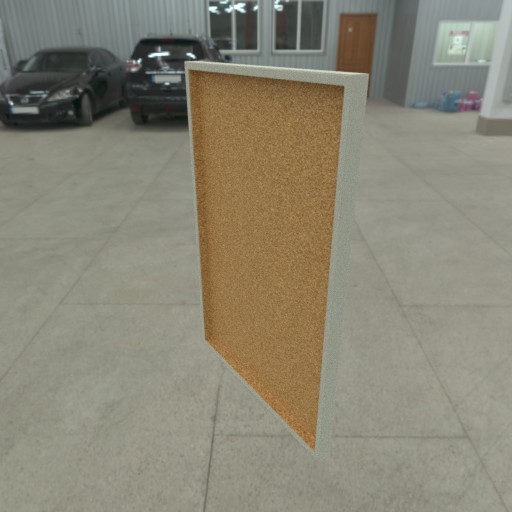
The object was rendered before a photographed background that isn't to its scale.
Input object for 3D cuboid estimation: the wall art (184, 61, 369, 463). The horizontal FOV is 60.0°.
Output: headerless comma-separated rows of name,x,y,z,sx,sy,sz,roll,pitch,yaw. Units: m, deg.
wall art,0.000,0.000,1.160,0.038,0.914,0.610,-17,31,-31
